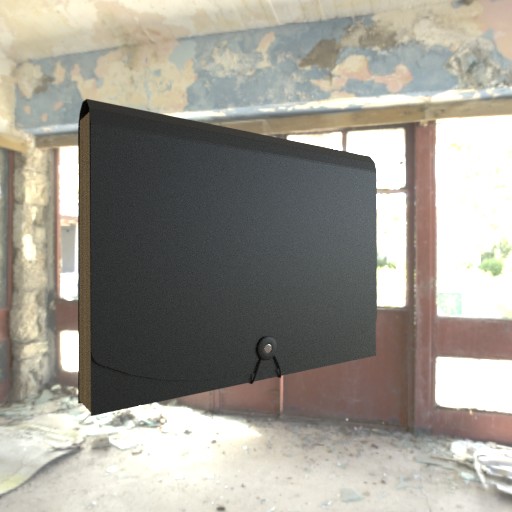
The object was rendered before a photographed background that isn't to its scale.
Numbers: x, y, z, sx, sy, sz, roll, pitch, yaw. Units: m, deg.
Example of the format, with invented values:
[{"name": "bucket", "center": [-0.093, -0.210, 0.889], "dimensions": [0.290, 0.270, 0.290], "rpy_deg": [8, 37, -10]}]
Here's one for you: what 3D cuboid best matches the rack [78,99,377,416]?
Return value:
[{"name": "rack", "center": [0.000, 0.000, 0.441], "dimensions": [0.330, 0.241, 0.041], "rpy_deg": [0, 0, -37]}]
